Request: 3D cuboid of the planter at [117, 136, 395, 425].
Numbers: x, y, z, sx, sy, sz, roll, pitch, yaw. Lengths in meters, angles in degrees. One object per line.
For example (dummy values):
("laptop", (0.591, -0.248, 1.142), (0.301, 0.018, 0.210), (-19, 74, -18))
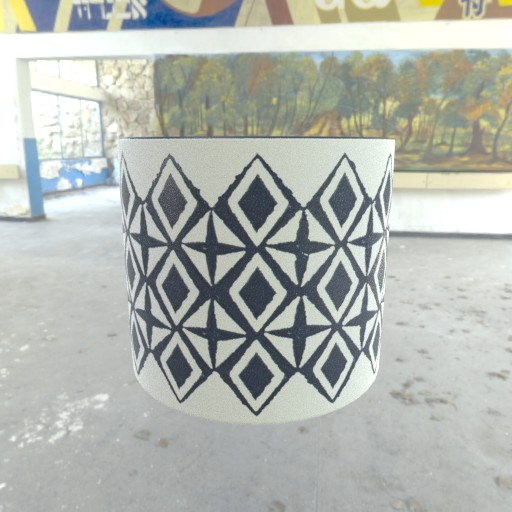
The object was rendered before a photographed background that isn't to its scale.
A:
("planter", (0.000, 0.000, 0.395), (0.224, 0.203, 0.224), (0, 14, 0))
